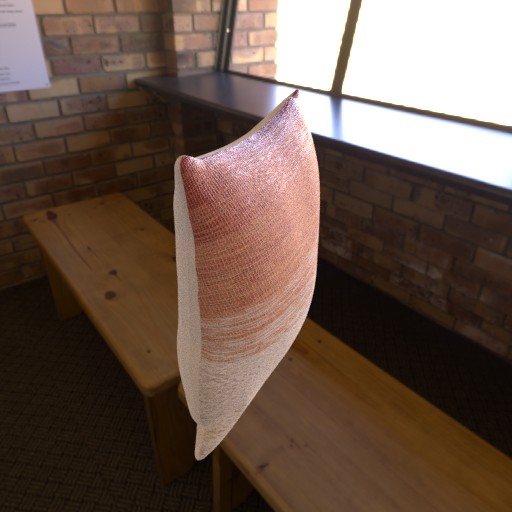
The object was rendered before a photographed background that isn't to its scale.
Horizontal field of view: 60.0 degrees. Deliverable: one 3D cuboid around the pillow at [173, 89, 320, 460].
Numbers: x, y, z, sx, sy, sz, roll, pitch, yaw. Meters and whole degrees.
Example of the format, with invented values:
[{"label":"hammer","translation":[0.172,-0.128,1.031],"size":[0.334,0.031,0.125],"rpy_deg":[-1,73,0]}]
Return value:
[{"label":"pillow","translation":[0.000,0.000,0.694],"size":[0.182,0.441,0.440],"rpy_deg":[10,32,17]}]
